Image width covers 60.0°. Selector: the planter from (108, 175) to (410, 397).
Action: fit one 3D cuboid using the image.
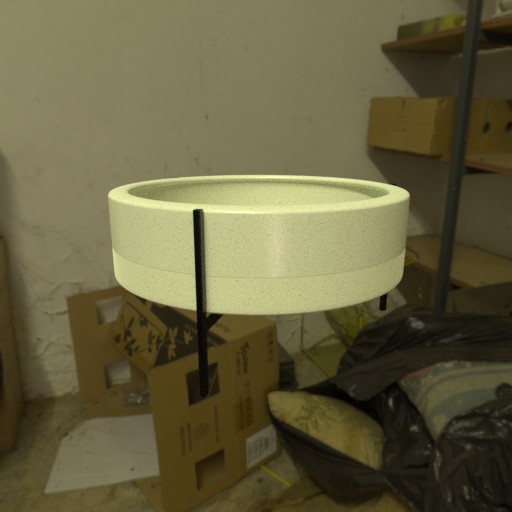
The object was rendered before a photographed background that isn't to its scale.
[{"bbox_3d":[0.000,0.000,0.542,0.336,0.171,0.345,-14,20,-41],"label":"planter"}]
